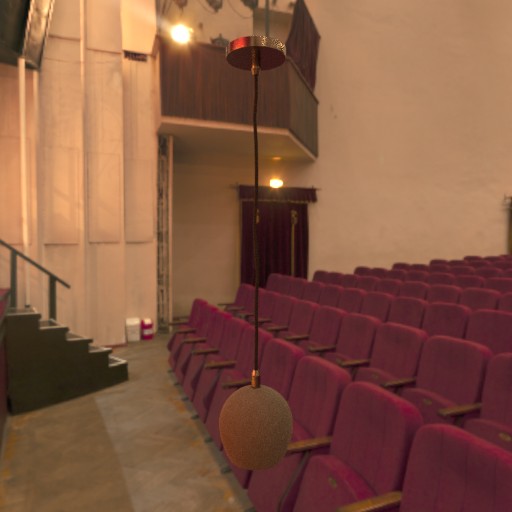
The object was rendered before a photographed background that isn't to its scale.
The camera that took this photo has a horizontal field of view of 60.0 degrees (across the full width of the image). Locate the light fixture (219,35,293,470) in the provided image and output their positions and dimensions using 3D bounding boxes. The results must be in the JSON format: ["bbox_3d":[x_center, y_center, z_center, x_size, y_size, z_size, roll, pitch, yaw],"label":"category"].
[{"bbox_3d":[0.000,0.000,0.830,0.139,0.764,0.139,-1,2,-19],"label":"light fixture"}]
